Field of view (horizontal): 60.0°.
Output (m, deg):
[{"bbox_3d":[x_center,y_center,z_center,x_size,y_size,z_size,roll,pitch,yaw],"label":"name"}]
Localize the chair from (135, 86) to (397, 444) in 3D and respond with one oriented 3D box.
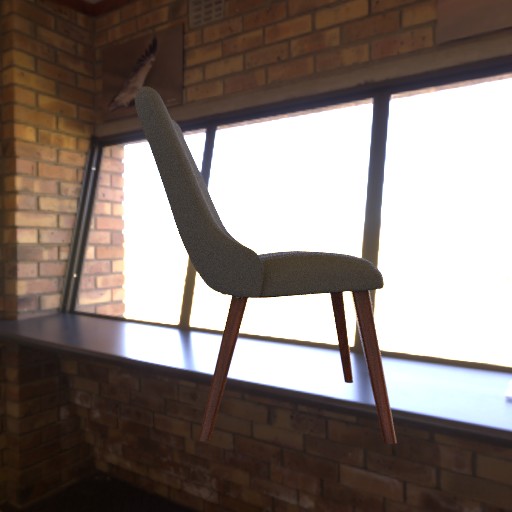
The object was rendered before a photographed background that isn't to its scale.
[{"bbox_3d":[0.000,0.000,1.343,0.707,0.918,0.535,0,1,1],"label":"chair"}]
